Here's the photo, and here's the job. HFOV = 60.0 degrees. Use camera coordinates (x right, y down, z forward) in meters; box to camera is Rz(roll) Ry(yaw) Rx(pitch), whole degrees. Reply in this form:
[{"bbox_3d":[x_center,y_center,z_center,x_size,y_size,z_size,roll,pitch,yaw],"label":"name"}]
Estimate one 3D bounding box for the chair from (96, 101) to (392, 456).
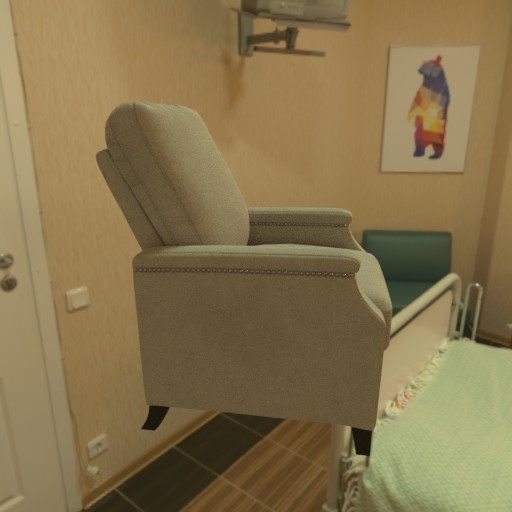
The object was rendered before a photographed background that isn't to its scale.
[{"bbox_3d":[0.000,0.000,1.607,0.922,1.049,0.710,3,17,9],"label":"chair"}]
